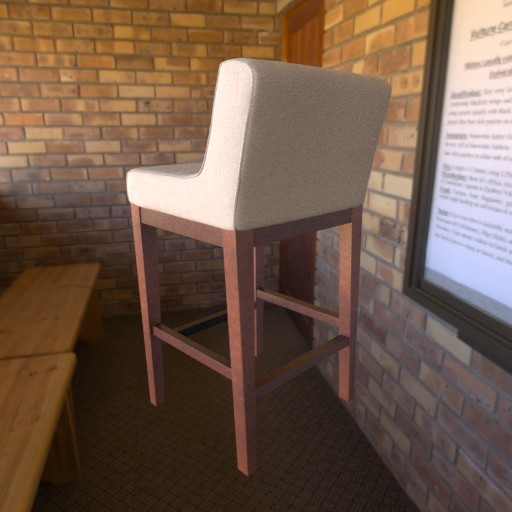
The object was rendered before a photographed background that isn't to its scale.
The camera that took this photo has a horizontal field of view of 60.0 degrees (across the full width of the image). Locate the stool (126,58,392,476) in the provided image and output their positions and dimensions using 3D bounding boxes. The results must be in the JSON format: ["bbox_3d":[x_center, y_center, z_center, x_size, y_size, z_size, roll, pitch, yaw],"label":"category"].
[{"bbox_3d":[0.000,0.000,1.233,0.500,0.937,0.511,15,22,43],"label":"stool"}]
